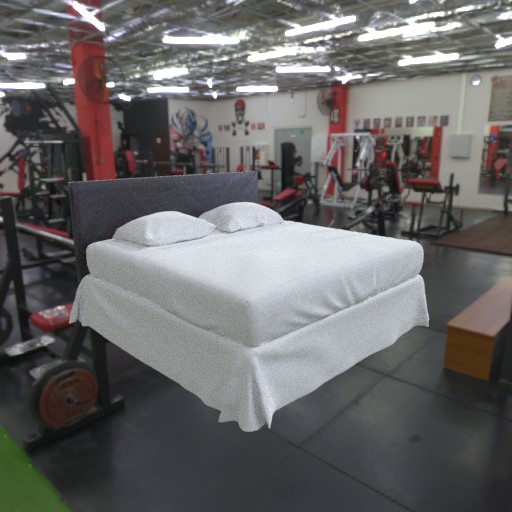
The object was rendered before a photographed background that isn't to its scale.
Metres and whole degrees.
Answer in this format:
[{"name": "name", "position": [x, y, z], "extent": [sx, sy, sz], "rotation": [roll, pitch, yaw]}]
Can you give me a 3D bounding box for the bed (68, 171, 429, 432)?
[{"name": "bed", "position": [0.000, 0.000, 3.535], "extent": [2.255, 1.158, 2.165], "rotation": [-14, 20, -43]}]
